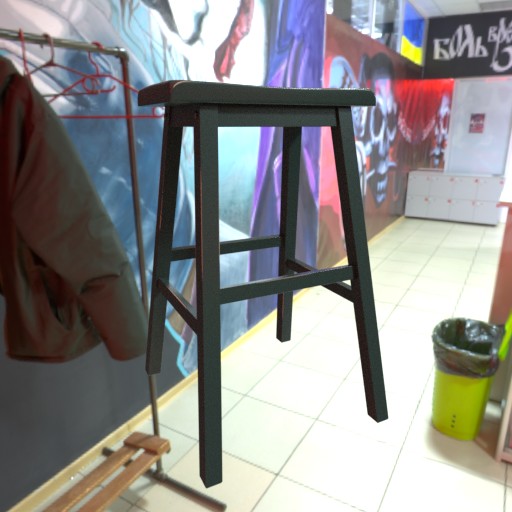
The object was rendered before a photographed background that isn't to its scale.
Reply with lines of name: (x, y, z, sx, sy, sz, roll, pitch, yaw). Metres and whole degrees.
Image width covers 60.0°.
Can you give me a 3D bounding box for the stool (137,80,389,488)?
stool: (0.000, 0.000, 1.040, 0.457, 0.737, 0.476, -8, 19, -26)
